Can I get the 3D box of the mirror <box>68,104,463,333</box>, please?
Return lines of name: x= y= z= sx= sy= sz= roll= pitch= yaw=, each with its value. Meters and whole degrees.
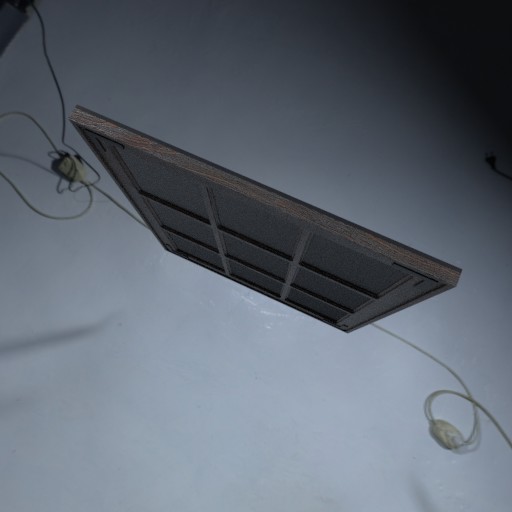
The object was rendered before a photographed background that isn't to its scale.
mirror: x=0.000 y=0.000 z=1.187 sx=0.730 sy=0.882 sz=0.032 roll=24 pitch=77 yaw=6
